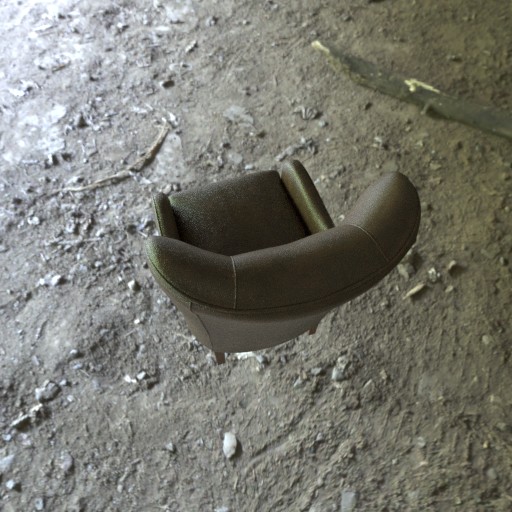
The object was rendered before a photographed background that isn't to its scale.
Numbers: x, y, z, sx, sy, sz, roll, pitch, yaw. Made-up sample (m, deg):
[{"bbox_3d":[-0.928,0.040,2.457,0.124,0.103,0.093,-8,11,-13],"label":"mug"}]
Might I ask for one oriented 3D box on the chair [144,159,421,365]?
[{"bbox_3d":[0.000,0.000,1.607,0.692,1.048,0.914,-16,58,-10],"label":"chair"}]
